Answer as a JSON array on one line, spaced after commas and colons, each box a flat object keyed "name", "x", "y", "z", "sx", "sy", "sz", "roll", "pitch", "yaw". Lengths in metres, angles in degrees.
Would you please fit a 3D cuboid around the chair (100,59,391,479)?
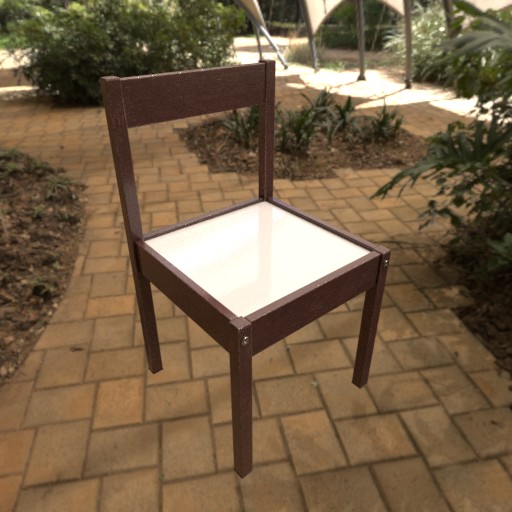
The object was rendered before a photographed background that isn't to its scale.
[{"name": "chair", "x": 0.000, "y": 0.000, "z": 0.675, "sx": 0.285, "sy": 0.505, "sz": 0.285, "roll": -23, "pitch": 38, "yaw": -33}]
